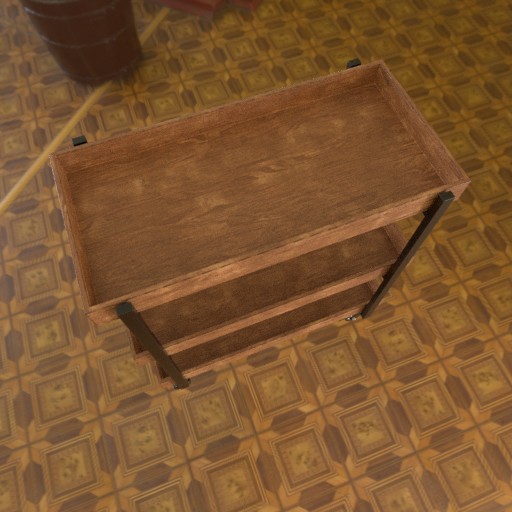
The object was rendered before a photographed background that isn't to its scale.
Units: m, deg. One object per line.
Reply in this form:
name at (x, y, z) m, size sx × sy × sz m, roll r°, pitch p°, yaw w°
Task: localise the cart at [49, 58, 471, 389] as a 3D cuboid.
cart at (0.000, 0.000, 1.228) m, size 0.750 × 0.800 × 0.411 m, roll -19°, pitch 65°, yaw -9°
